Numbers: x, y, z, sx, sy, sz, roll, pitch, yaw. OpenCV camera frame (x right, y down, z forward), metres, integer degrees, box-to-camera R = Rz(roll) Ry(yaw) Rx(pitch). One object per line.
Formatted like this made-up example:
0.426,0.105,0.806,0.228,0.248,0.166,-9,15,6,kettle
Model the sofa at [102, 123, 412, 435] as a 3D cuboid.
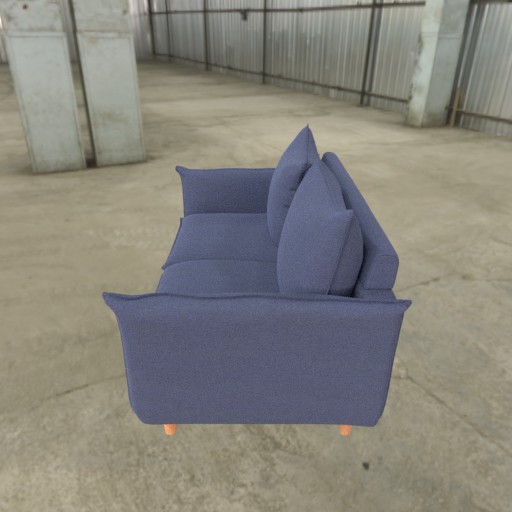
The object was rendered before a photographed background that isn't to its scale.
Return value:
0.000,0.000,1.802,0.820,0.840,1.300,0,27,0,sofa
